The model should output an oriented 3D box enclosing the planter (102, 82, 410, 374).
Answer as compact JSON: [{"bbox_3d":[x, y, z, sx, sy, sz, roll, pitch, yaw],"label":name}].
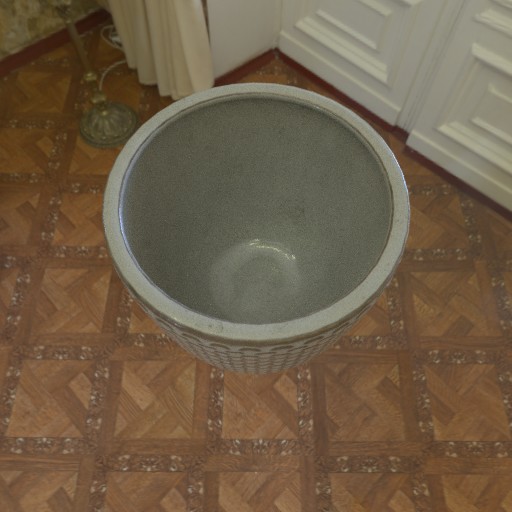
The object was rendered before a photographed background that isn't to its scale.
[{"bbox_3d":[0.000,0.000,0.255,0.139,0.130,0.139,0,64,0],"label":"planter"}]
